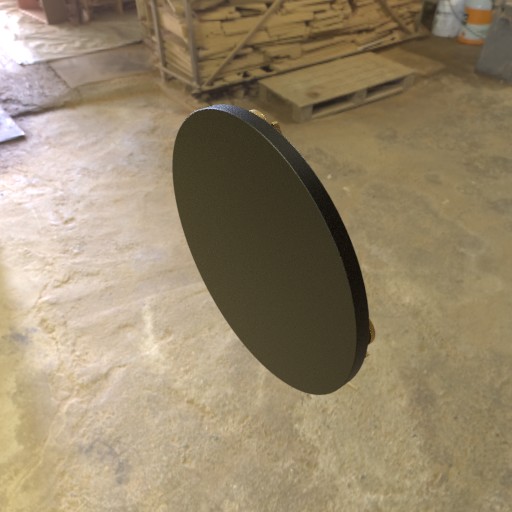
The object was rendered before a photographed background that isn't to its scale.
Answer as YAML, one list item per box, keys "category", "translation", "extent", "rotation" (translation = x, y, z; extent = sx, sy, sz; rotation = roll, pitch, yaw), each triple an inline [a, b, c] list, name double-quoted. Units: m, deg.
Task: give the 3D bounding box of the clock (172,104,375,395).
- category: "clock"
  translation: [0.000, 0.000, 0.682]
  extent: [0.038, 0.454, 0.454]
  rotation: [-26, 49, -26]
